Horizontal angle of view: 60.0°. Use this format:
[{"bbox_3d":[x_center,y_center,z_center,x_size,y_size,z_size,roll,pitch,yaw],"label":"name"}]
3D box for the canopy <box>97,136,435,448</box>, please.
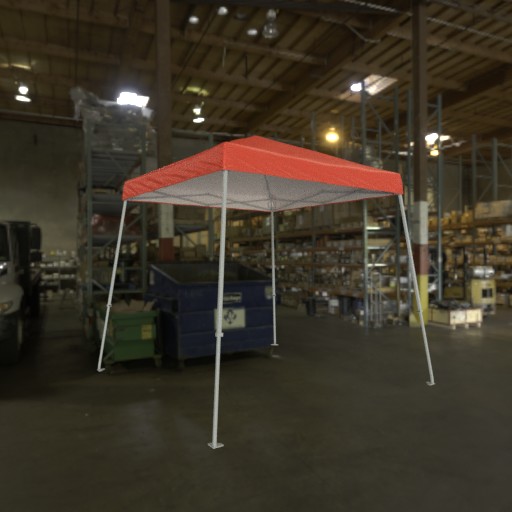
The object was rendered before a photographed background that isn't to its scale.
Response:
[{"bbox_3d":[0.000,0.000,5.249,2.849,2.850,2.850,0,0,-36],"label":"canopy"}]
